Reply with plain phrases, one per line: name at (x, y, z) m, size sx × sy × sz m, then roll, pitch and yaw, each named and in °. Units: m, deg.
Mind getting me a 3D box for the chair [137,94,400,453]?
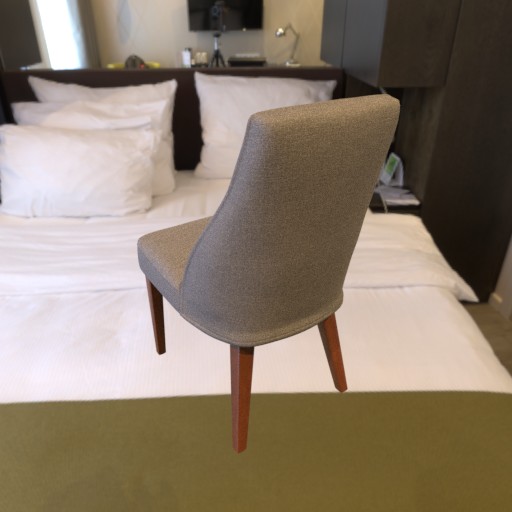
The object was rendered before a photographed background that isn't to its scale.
chair at (0.000, 0.000, 1.273) m, size 0.500 × 0.930 × 0.620 m, roll -18°, pitch 34°, yaw -30°
